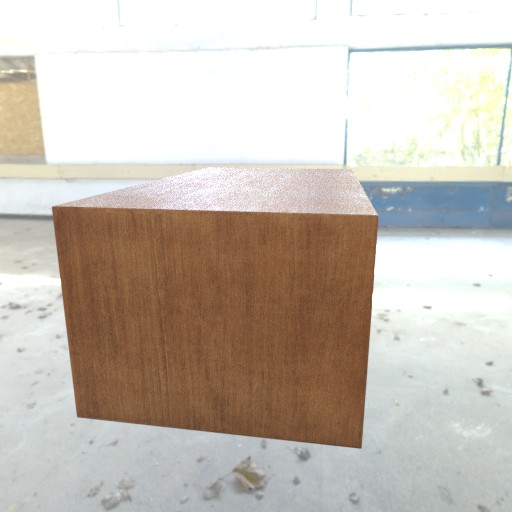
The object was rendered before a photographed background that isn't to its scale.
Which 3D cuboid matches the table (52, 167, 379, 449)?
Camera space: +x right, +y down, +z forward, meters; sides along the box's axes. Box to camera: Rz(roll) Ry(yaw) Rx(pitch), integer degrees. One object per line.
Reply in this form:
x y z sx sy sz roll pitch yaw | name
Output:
0.000 0.000 1.251 0.549 0.419 1.000 3 15 9 | table
